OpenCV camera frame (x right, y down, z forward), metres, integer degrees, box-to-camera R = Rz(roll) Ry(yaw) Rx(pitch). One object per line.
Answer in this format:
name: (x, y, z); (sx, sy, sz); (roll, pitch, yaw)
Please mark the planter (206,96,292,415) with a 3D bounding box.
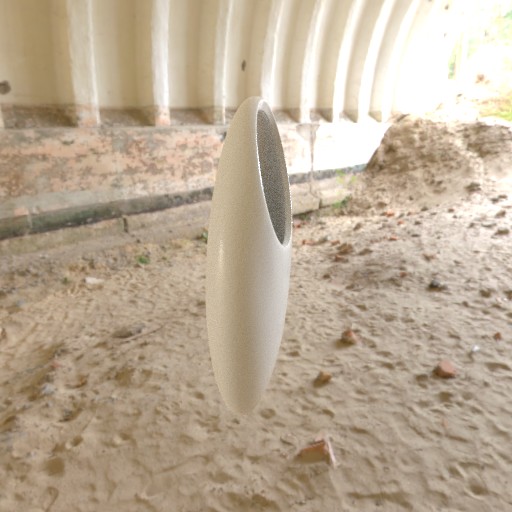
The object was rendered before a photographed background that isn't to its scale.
planter: (0.000, 0.000, 0.276); (0.043, 0.188, 0.185); (3, 17, 8)
